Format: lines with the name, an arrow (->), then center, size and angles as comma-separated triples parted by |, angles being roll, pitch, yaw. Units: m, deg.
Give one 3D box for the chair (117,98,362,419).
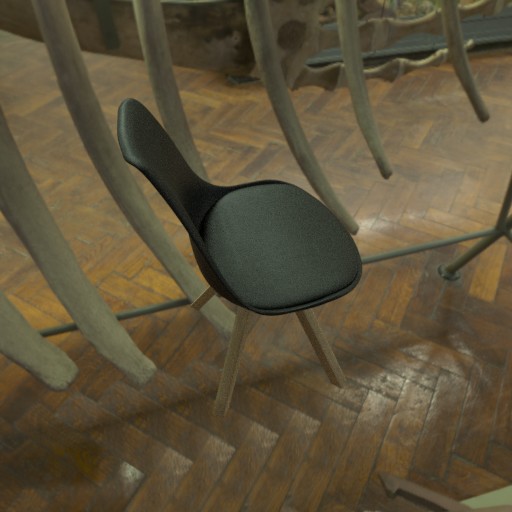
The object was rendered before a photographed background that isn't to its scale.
chair -> 0.000, 0.000, 1.194 | 0.549, 0.850, 0.485 | -11, 47, -10
